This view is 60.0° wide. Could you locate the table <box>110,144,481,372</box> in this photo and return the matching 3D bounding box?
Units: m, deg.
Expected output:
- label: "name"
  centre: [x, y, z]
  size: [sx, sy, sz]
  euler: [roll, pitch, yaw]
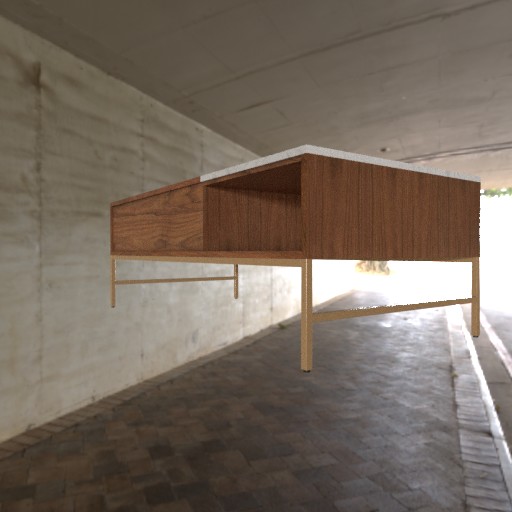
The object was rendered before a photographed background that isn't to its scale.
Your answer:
- label: "table"
  centre: [0.000, 0.000, 1.928]
  size: [0.789, 0.551, 1.553]
  euler: [0, 1, -35]
